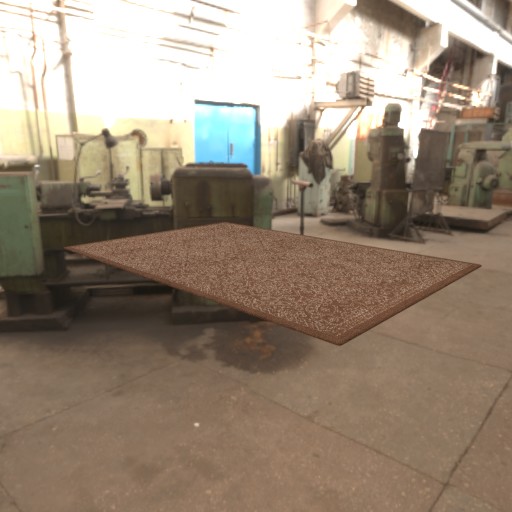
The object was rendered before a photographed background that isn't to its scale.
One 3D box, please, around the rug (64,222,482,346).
[{"bbox_3d":[0.000,0.000,2.303,1.829,0.010,1.219,13,19,42],"label":"rug"}]
